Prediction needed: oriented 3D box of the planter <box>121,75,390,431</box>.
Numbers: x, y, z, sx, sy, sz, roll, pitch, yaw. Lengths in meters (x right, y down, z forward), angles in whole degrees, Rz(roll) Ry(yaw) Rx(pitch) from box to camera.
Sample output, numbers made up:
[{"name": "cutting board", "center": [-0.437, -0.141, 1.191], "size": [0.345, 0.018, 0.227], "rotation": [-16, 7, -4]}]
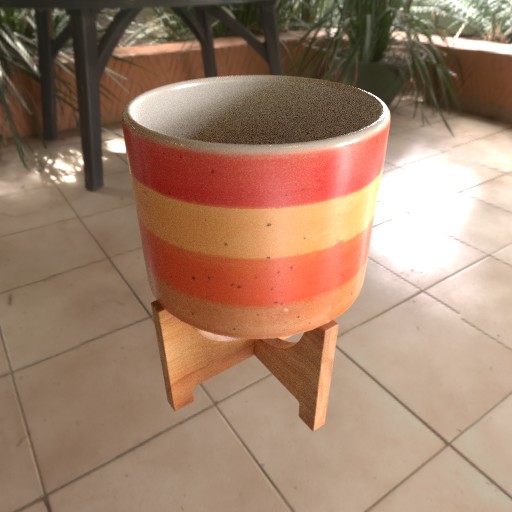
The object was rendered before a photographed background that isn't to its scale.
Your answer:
[{"name": "planter", "center": [0.000, 0.000, 0.395], "size": [0.199, 0.268, 0.199], "rotation": [0, 34, 0]}]
